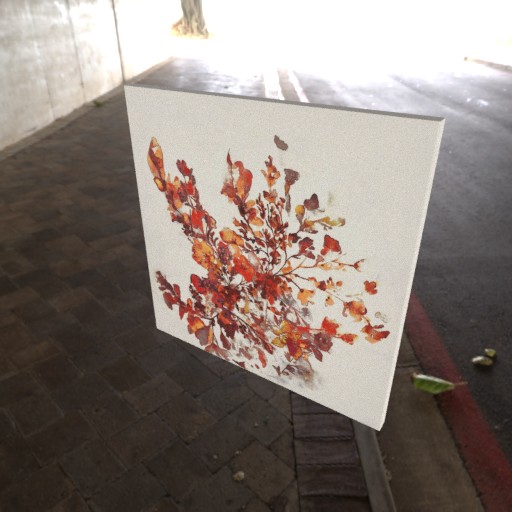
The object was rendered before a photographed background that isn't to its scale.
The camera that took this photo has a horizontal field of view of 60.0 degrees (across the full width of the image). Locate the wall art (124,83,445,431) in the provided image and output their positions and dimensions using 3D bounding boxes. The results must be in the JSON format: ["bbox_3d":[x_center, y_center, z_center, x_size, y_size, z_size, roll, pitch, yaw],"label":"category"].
[{"bbox_3d":[0.000,0.000,1.486,1.009,1.009,0.049,17,33,28],"label":"wall art"}]
